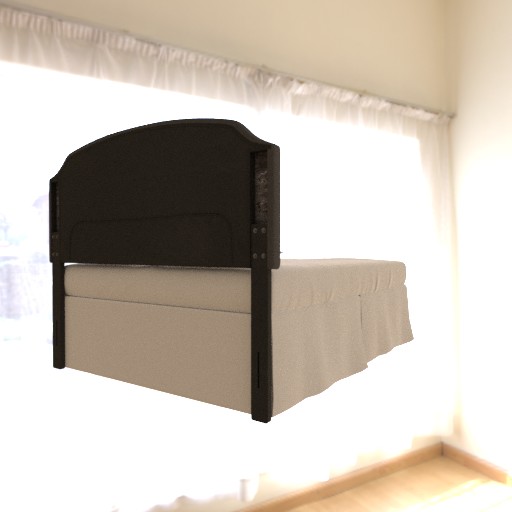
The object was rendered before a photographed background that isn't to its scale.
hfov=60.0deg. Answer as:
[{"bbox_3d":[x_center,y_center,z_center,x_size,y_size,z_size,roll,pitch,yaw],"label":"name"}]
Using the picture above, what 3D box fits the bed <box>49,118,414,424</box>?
[{"bbox_3d":[0.000,0.000,2.935,1.558,1.270,1.999,1,1,34],"label":"bed"}]
